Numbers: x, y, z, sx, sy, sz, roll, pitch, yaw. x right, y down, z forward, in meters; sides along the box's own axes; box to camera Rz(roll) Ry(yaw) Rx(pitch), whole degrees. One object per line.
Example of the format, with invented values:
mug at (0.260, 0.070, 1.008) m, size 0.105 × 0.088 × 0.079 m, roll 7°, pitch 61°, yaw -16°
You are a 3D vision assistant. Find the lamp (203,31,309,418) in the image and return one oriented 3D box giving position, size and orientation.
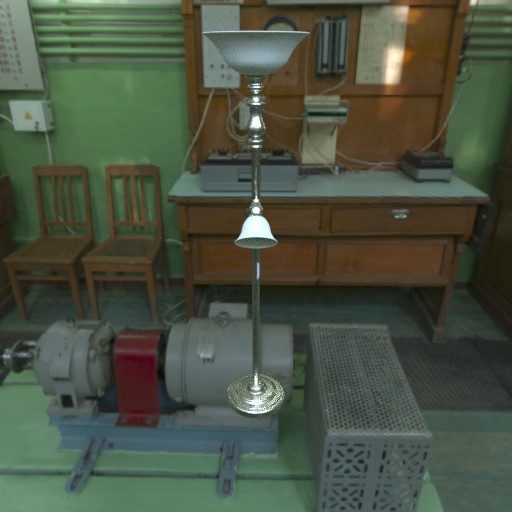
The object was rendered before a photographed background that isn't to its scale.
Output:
lamp at (0.000, 0.000, 1.980) m, size 0.405 × 1.785 × 0.575 m, roll 0°, pitch 25°, yaw 0°
